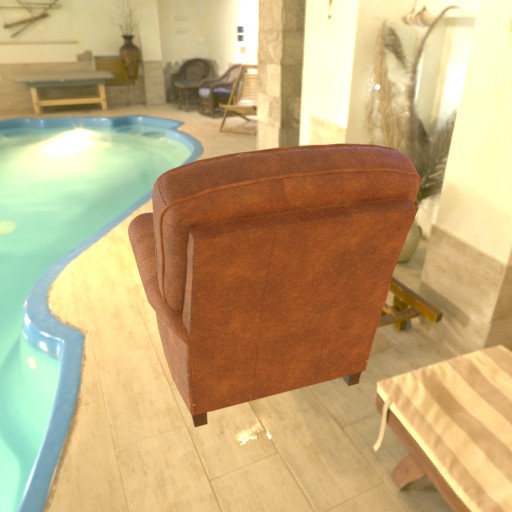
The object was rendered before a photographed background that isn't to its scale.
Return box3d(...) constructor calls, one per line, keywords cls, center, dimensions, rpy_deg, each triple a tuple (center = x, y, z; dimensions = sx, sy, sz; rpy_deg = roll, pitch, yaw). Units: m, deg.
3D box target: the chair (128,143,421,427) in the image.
box3d(cls="chair", center=(0.000, 0.000, 1.773), dimensions=(0.936, 1.018, 0.986), rpy_deg=(-9, 29, -17))
